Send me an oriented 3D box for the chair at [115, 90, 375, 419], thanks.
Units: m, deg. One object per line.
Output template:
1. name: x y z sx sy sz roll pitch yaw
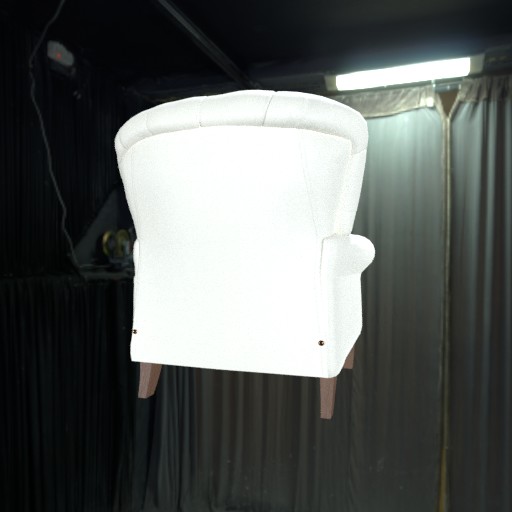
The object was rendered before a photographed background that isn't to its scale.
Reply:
1. chair: 0.000 0.000 2.032 1.035 1.169 1.132 0 0 18
